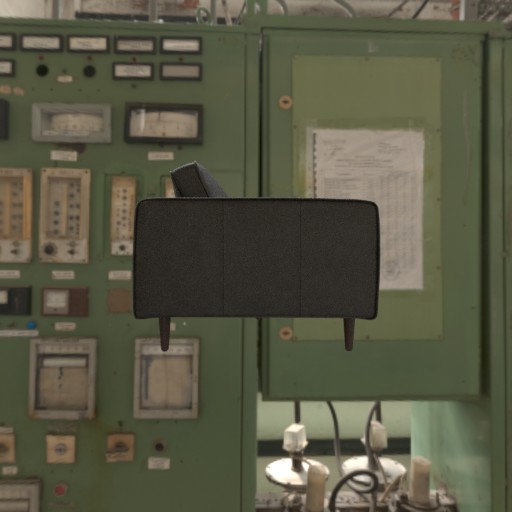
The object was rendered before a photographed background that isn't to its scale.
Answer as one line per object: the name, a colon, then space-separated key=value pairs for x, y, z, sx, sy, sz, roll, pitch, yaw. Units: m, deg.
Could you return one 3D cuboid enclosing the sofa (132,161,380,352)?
sofa: x=0.000 y=0.000 z=2.672 sx=0.914 sy=0.762 sz=2.210 roll=0 pitch=0 yaw=-1
